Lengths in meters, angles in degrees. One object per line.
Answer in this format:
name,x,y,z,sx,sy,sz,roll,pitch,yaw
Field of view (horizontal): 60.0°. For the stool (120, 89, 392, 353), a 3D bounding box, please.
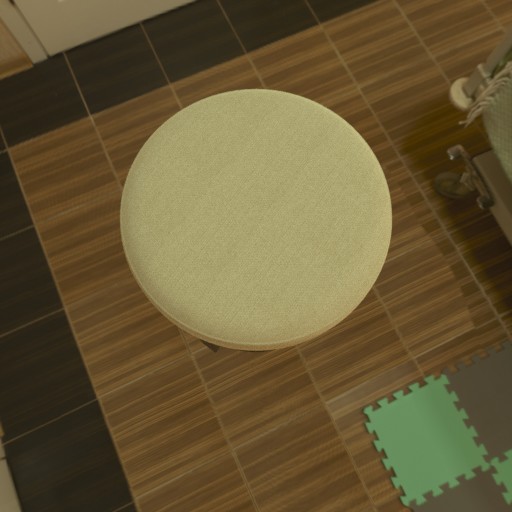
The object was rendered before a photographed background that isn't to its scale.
stool,0.000,0.000,0.973,0.449,0.655,0.449,0,75,0
